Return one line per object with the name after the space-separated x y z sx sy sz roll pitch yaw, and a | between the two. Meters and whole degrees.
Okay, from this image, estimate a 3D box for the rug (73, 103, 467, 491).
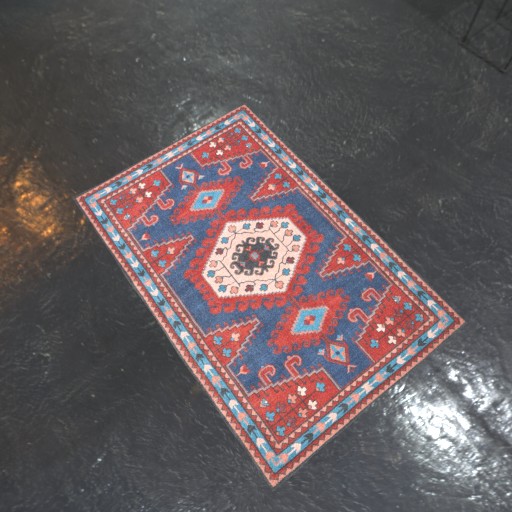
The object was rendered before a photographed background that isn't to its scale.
0.000 0.000 2.312 1.207 0.012 1.820 -34 68 -16 | rug
